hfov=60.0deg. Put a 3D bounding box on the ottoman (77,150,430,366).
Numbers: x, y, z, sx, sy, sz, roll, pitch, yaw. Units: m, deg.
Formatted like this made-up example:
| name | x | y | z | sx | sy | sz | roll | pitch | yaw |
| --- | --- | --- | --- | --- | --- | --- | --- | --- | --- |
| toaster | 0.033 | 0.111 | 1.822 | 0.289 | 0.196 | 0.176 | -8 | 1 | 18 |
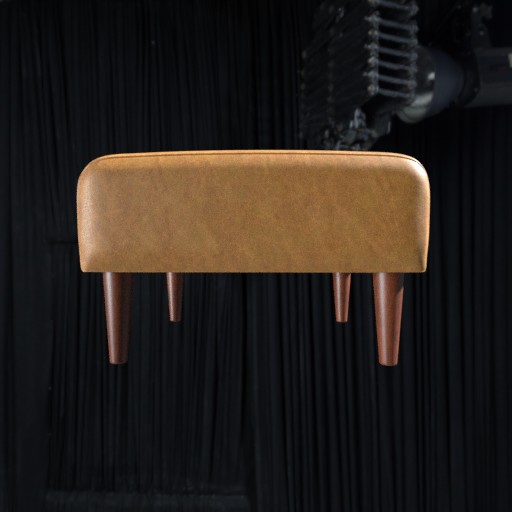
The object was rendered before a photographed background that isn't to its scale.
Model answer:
| name | x | y | z | sx | sy | sz | roll | pitch | yaw |
| --- | --- | --- | --- | --- | --- | --- | --- | --- | --- |
| ottoman | 0.000 | 0.000 | 1.089 | 0.650 | 0.399 | 0.650 | 0 | 0 | 1 |
